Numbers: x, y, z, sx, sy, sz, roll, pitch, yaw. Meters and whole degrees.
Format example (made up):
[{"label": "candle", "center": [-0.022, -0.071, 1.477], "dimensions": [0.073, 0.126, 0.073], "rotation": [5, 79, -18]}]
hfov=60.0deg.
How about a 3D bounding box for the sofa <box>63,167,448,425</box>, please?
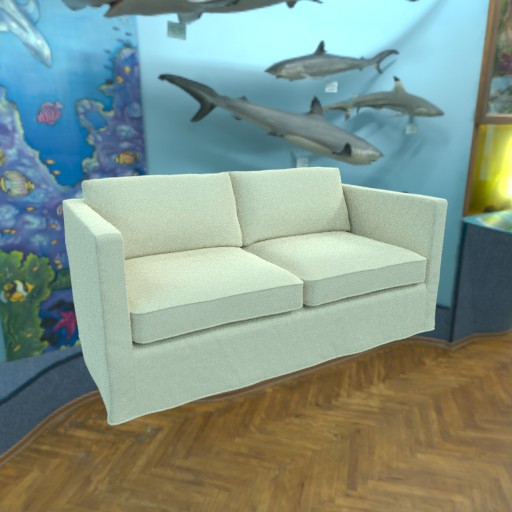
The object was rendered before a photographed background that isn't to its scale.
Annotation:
[{"label": "sofa", "center": [0.000, 0.000, 2.303], "dimensions": [1.746, 0.834, 0.962], "rotation": [-8, 18, -28]}]
